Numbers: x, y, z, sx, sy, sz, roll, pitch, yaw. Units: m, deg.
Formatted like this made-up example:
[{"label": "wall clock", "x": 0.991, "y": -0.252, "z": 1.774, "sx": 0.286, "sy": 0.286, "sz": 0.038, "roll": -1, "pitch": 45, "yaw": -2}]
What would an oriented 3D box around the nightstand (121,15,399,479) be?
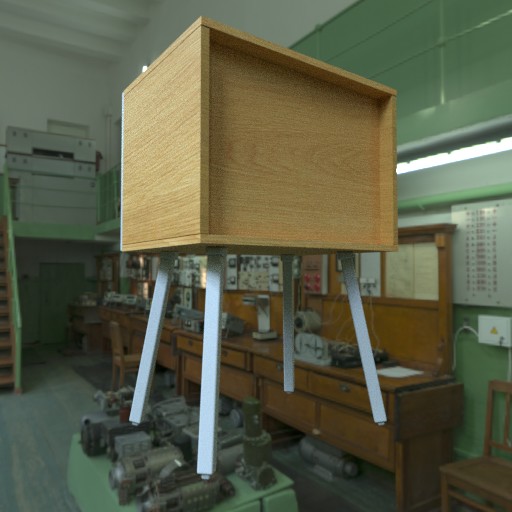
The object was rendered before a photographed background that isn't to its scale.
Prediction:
[{"label": "nightstand", "x": 0.000, "y": 0.000, "z": 0.804, "sx": 0.400, "sy": 0.601, "sz": 0.316, "roll": 1, "pitch": -2, "yaw": -36}]
